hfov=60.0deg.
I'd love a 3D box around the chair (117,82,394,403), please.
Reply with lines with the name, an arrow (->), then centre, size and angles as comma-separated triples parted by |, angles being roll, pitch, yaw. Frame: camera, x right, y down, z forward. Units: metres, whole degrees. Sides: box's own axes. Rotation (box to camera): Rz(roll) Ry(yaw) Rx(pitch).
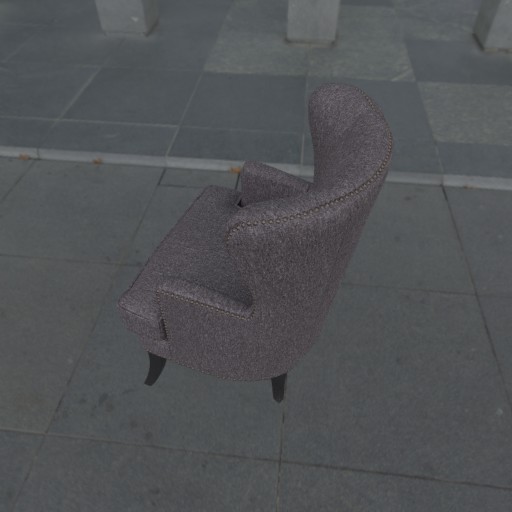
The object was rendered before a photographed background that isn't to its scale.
chair -> 0.000, 0.000, 1.609 | 0.758, 1.060, 0.759 | 16, 48, 15
